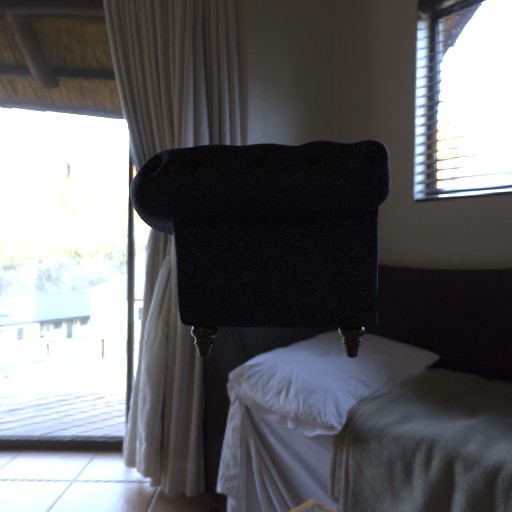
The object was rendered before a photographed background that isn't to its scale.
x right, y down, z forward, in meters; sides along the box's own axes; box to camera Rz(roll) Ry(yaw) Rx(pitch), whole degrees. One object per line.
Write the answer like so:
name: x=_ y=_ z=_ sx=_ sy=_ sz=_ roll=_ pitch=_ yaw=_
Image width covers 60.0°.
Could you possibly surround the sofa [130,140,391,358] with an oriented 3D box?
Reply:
sofa: x=0.000 y=0.000 z=2.523 sx=1.082 sy=0.833 sz=1.988 roll=0 pitch=-1 yaw=2
